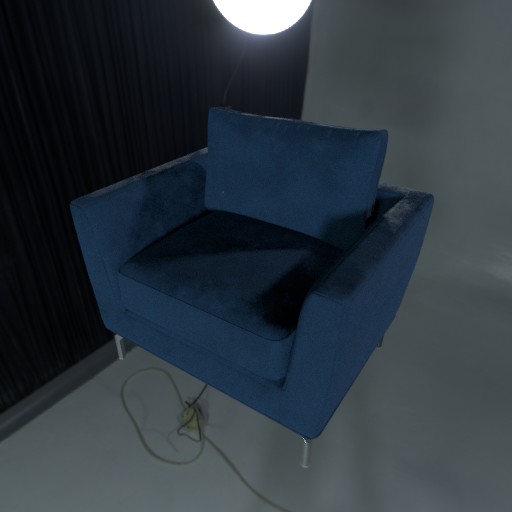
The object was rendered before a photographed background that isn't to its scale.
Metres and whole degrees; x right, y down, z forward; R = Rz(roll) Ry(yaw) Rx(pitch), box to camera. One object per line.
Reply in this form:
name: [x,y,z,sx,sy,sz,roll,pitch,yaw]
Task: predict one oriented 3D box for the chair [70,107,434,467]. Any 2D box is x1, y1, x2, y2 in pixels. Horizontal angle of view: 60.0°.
chair: [0.000,0.000,1.571,0.977,0.893,0.746,19,36,29]
